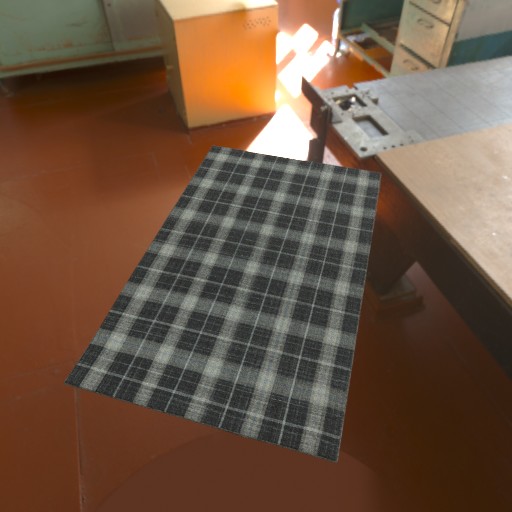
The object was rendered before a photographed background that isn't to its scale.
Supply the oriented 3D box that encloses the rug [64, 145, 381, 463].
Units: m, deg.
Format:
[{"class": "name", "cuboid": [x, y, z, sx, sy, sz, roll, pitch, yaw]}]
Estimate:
[{"class": "rug", "cuboid": [0.000, 0.000, 3.095, 1.520, 0.015, 2.434, 12, 48, 11]}]
